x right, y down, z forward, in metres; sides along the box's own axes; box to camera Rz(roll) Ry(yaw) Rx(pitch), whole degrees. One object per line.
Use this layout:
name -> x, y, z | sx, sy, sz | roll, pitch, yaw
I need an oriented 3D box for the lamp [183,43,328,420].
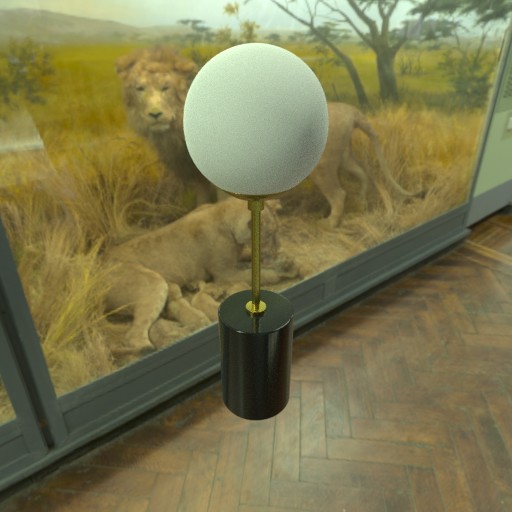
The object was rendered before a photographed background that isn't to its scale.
lamp -> 0.000, 0.000, 0.554 | 0.153, 0.480, 0.153 | 0, 30, 0
